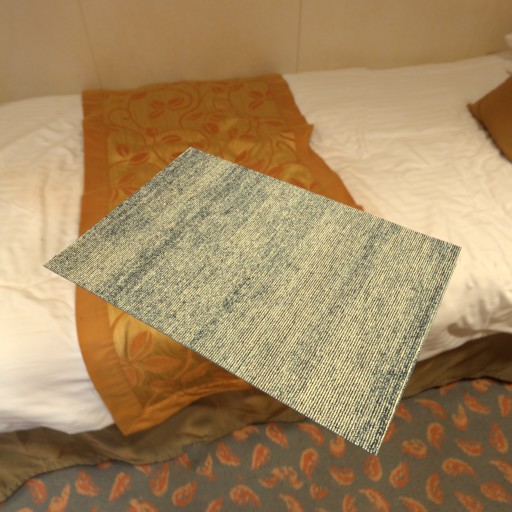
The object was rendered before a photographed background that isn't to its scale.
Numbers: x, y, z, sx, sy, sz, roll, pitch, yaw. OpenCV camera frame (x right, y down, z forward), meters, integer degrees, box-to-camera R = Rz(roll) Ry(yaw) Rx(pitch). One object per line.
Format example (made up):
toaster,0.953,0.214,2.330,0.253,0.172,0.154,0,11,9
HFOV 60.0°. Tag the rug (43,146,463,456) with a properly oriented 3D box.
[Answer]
rug,0.000,0.000,2.990,2.349,0.030,1.624,24,52,21
